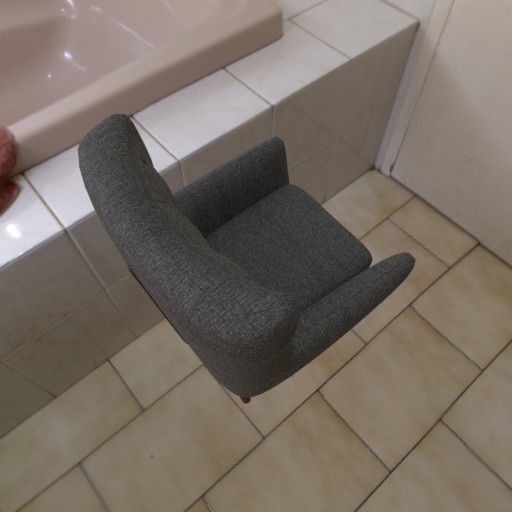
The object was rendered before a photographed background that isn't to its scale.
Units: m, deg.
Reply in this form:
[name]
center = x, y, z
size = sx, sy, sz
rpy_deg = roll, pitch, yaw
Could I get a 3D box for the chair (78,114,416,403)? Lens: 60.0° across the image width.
[chair]
center = 0.000, 0.000, 1.709
size = 0.904, 1.063, 0.878
rpy_deg = -34, 64, -19
